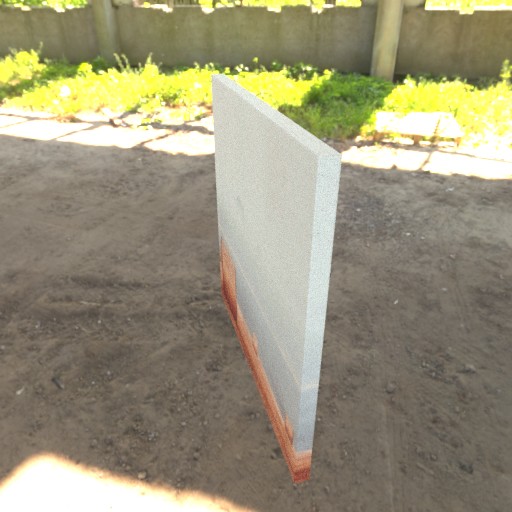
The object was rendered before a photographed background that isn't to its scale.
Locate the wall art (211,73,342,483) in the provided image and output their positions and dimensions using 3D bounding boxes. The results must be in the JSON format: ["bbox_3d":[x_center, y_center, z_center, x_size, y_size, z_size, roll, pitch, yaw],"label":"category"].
[{"bbox_3d":[0.000,0.000,0.601,0.023,0.405,0.405,-9,32,-14],"label":"wall art"}]
